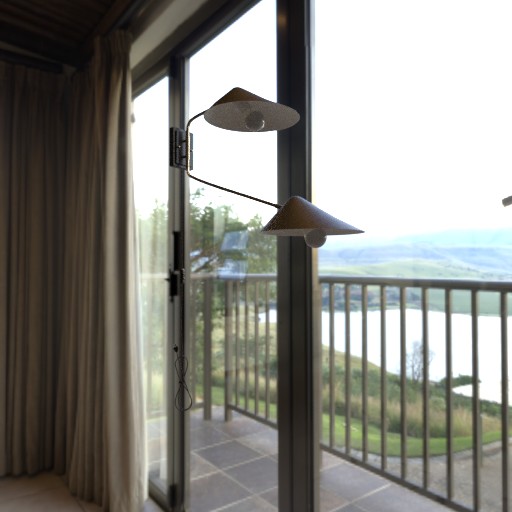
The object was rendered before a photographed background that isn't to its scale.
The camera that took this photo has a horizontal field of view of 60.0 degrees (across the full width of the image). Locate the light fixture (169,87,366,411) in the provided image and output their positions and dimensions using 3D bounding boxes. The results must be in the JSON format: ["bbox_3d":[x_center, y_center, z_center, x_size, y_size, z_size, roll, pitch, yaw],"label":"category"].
[{"bbox_3d":[0.000,0.000,0.846,0.422,0.665,0.189,-1,-1,35],"label":"light fixture"}]
